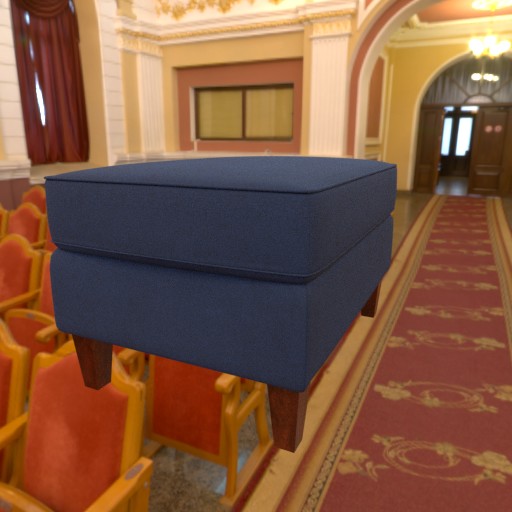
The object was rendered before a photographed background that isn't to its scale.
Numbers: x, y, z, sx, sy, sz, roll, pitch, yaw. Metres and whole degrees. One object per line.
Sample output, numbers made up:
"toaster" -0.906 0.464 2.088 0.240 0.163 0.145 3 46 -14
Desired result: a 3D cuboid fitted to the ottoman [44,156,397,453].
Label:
"ottoman" 0.000 0.000 1.355 0.686 0.584 0.965 7 16 25
